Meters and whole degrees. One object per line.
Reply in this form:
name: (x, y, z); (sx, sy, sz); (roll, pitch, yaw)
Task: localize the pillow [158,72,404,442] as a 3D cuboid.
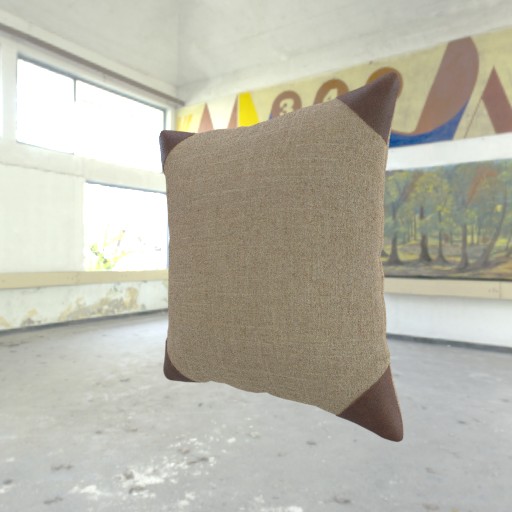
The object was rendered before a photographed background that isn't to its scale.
pillow: (0.000, 0.000, 0.660); (0.437, 0.448, 0.147); (0, 0, 36)
